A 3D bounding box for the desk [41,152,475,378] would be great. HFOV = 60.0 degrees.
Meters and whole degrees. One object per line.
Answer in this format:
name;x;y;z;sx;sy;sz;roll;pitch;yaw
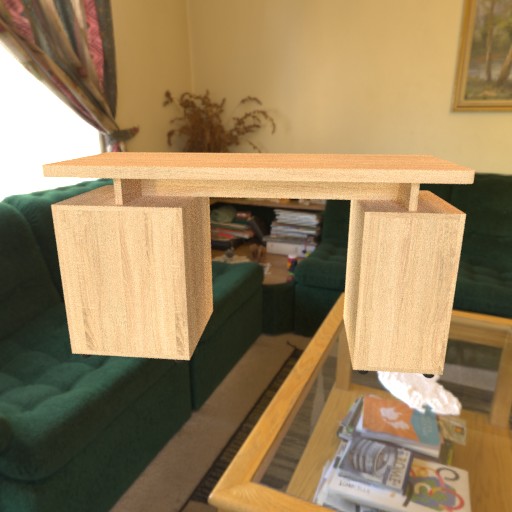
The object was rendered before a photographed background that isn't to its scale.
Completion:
desk;0.000;0.000;1.779;1.400;0.760;0.550;2;18;6
